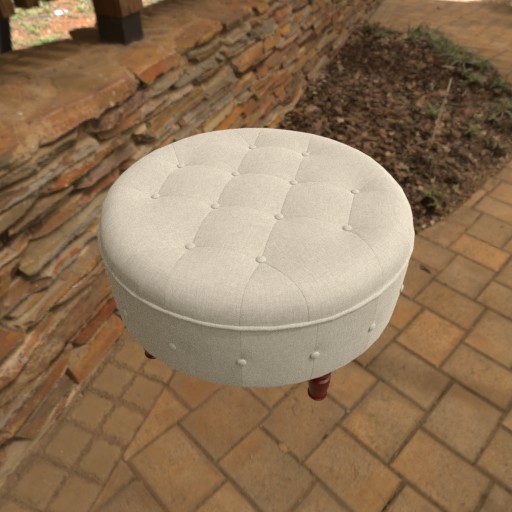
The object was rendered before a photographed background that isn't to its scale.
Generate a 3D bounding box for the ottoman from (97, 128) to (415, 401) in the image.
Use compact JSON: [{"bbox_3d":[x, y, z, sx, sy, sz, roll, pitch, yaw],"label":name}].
[{"bbox_3d":[0.000,0.000,1.337,0.850,0.483,0.850,0,41,0],"label":"ottoman"}]
